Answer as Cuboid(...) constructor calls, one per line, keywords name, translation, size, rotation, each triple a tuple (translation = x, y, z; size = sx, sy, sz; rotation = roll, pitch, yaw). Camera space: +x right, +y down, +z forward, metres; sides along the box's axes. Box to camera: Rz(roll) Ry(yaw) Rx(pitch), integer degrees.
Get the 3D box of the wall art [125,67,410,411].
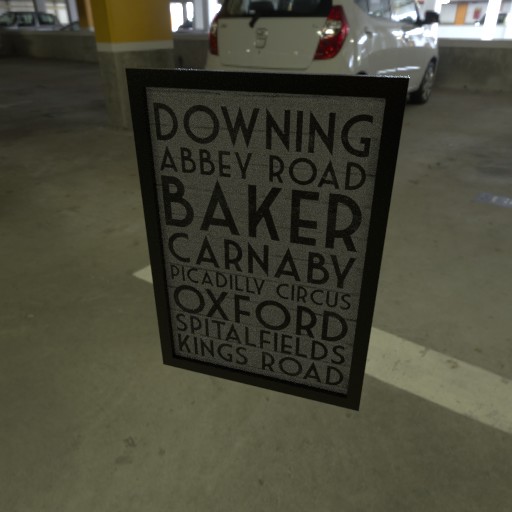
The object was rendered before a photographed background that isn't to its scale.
Cuboid(name="wall art", translation=(0.000, 0.000, 0.560), size=(0.304, 0.432, 0.013), rotation=(9, 29, 16))
